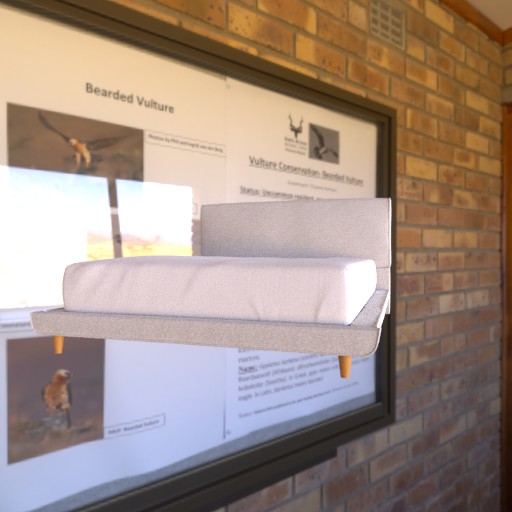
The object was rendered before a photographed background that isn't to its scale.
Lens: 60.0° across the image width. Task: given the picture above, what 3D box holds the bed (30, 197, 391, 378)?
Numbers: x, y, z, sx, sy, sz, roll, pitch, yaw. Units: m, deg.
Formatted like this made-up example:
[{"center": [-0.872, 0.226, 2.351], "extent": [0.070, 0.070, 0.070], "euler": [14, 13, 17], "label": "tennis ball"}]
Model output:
[{"center": [0.000, 0.000, 3.464], "extent": [1.980, 1.126, 2.498], "euler": [0, 0, 18], "label": "bed"}]
